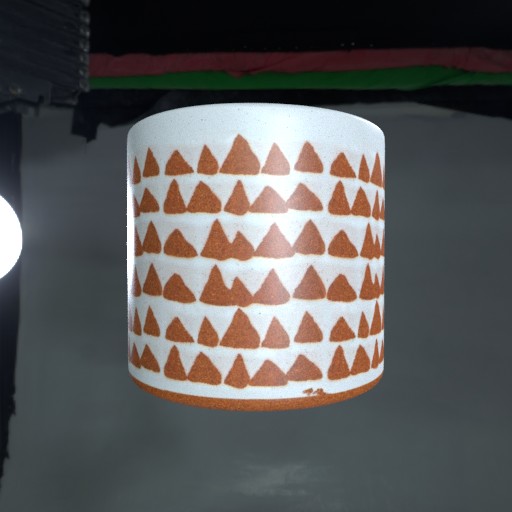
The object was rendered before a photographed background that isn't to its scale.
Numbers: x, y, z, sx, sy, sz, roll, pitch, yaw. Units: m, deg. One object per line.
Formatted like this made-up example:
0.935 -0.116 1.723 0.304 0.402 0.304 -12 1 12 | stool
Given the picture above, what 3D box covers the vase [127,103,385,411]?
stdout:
0.000 0.000 0.246 0.137 0.127 0.137 0 1 0 | vase
